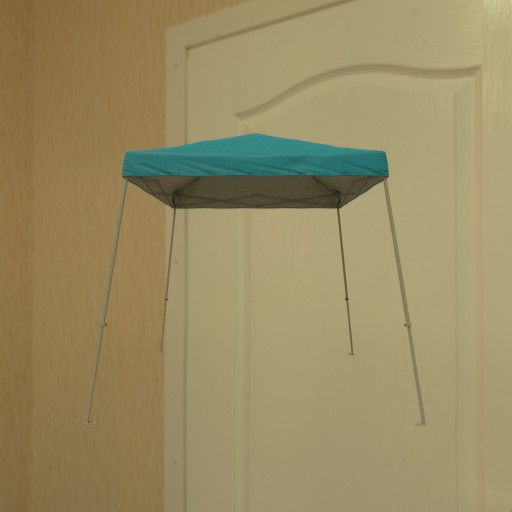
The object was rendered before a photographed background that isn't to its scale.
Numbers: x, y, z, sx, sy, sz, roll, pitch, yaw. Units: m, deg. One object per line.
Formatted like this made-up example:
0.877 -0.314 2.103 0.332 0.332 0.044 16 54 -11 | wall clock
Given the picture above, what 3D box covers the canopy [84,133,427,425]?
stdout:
0.000 0.000 6.479 3.599 3.600 3.600 0 -1 0 | canopy
